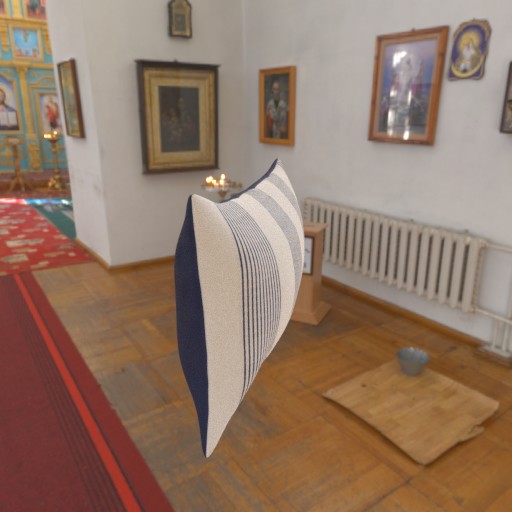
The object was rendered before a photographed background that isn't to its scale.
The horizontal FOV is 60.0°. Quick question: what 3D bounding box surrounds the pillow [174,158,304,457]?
[{"bbox_3d":[0.000,0.000,0.731,0.151,0.287,0.610,3,16,10],"label":"pillow"}]
